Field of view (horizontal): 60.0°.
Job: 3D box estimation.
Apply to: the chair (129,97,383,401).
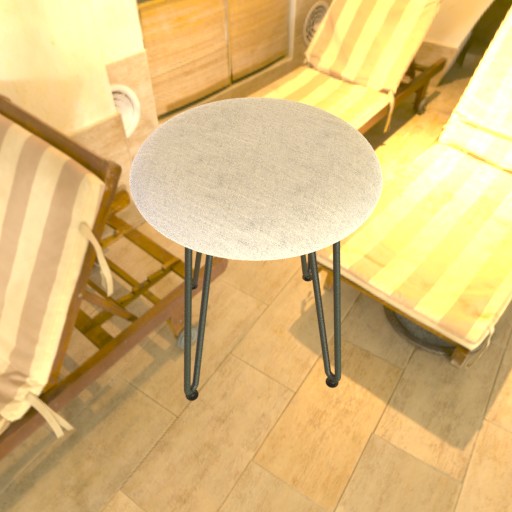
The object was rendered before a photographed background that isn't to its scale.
[{"bbox_3d":[0.000,0.000,0.665,0.350,0.386,0.350,31,53,26],"label":"chair"}]
